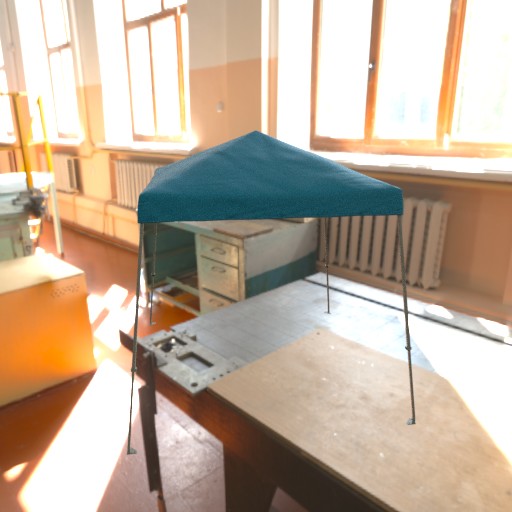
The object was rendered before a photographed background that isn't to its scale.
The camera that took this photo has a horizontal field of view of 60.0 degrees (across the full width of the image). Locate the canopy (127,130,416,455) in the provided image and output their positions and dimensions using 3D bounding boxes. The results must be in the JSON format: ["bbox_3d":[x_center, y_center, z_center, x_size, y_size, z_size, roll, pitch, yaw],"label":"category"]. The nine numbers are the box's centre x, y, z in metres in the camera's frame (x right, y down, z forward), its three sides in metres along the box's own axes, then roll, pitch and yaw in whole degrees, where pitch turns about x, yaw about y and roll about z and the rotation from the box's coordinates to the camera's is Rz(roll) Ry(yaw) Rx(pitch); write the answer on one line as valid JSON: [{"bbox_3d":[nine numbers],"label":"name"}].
[{"bbox_3d":[0.000,0.000,5.229,2.848,2.849,2.849,-3,17,-8],"label":"canopy"}]
